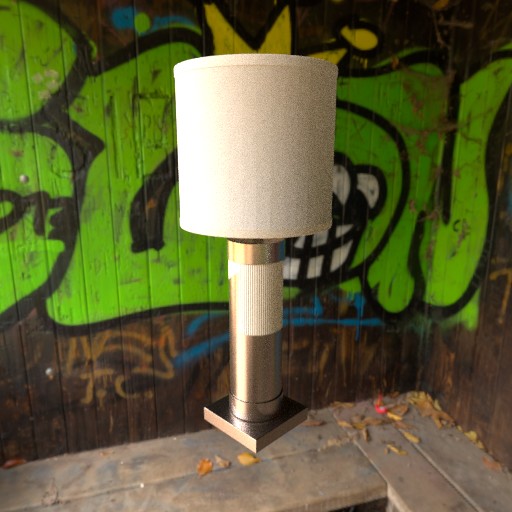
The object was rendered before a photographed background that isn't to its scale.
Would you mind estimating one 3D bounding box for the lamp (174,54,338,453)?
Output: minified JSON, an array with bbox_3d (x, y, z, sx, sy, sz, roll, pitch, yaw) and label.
[{"bbox_3d":[0.000,0.000,0.611,0.202,0.509,0.202,13,19,43],"label":"lamp"}]
